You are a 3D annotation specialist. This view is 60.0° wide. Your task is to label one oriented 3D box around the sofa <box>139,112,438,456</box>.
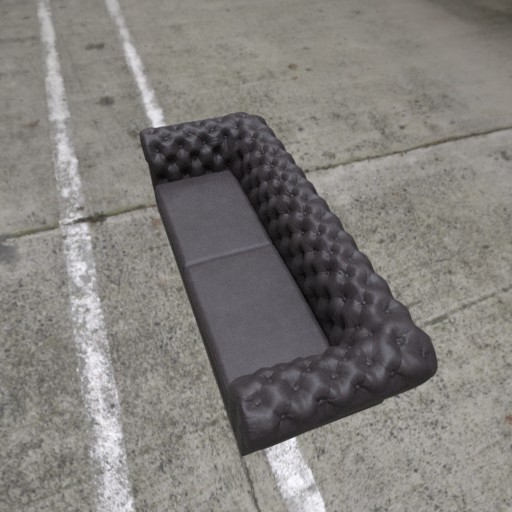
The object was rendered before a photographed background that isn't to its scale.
[{"bbox_3d":[0.000,0.000,2.773,0.944,0.783,2.385,-15,48,-14],"label":"sofa"}]
